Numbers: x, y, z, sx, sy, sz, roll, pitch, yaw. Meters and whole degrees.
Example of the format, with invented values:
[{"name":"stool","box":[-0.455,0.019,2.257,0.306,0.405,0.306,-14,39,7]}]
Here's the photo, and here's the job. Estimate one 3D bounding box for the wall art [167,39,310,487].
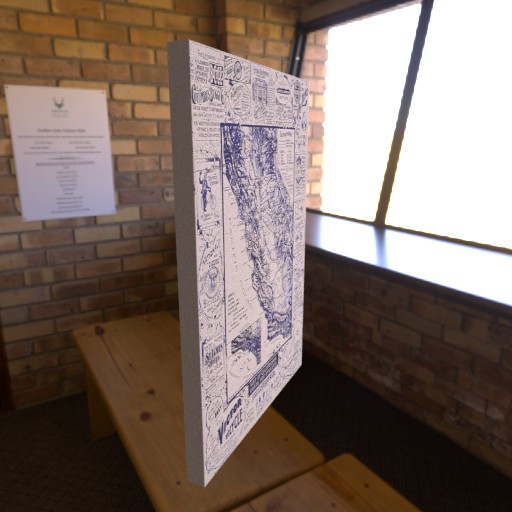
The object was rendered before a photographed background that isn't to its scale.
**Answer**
[{"name":"wall art","box":[0.000,0.000,0.948,0.039,0.753,0.511,7,16,25]}]
